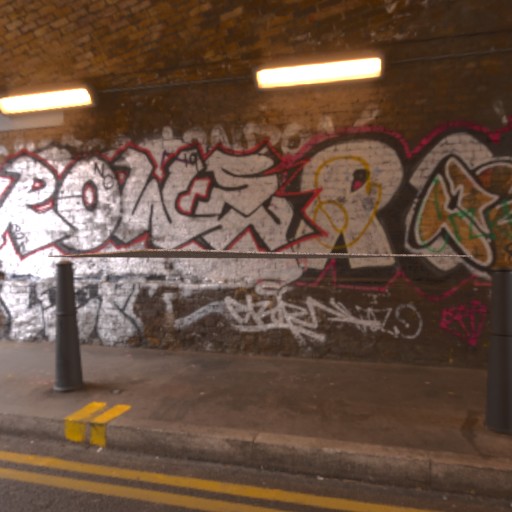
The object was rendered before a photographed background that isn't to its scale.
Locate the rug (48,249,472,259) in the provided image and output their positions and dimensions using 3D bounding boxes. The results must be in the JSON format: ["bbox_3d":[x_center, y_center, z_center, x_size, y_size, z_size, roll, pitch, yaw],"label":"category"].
[{"bbox_3d":[0.000,0.000,4.055,3.054,0.030,2.430,1,-1,-36],"label":"rug"}]
